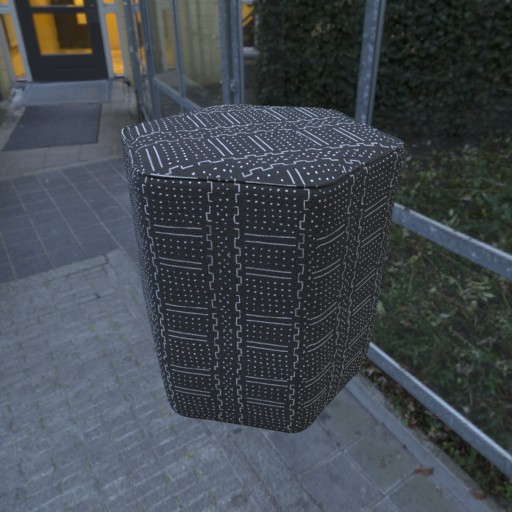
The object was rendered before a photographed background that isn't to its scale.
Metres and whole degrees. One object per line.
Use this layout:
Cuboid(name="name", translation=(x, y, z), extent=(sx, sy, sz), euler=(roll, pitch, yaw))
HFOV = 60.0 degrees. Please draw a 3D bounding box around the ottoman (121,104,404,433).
Cuboid(name="ottoman", translation=(0.000, 0.000, 0.878), extent=(0.443, 0.502, 0.494), euler=(-10, 32, -17))
